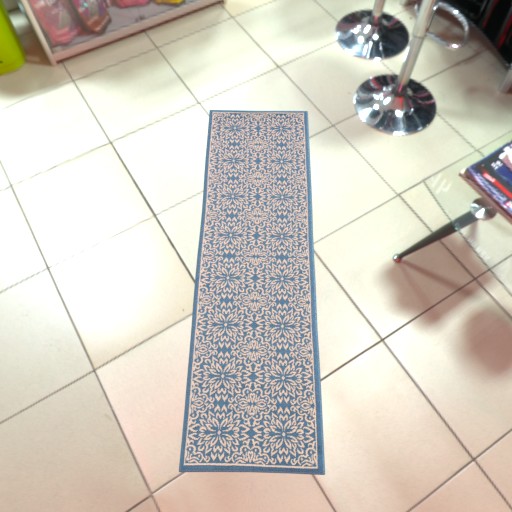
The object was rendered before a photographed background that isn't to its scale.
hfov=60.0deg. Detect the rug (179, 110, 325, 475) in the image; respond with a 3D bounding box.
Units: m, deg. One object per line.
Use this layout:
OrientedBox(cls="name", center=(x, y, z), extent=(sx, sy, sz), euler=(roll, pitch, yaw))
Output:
OrientedBox(cls="rug", center=(0.000, 0.000, 2.492), extent=(0.662, 0.011, 2.196), euler=(1, 63, 0))
